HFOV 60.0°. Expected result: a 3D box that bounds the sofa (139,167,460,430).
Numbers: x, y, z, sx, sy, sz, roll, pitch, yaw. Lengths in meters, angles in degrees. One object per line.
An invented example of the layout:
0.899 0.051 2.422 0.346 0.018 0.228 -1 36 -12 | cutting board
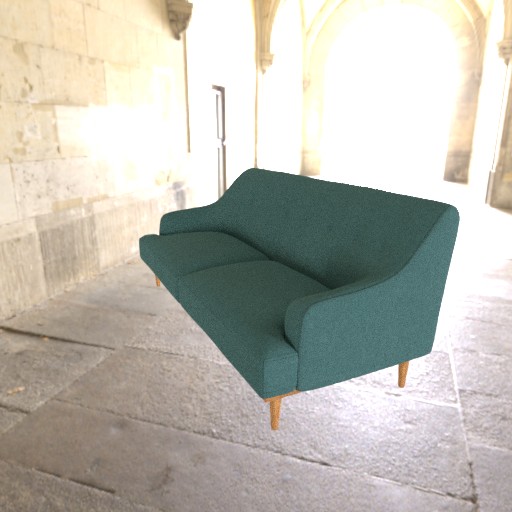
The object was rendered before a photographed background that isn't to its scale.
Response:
0.000 0.000 2.628 0.978 0.871 2.057 -8 18 -25 | sofa
